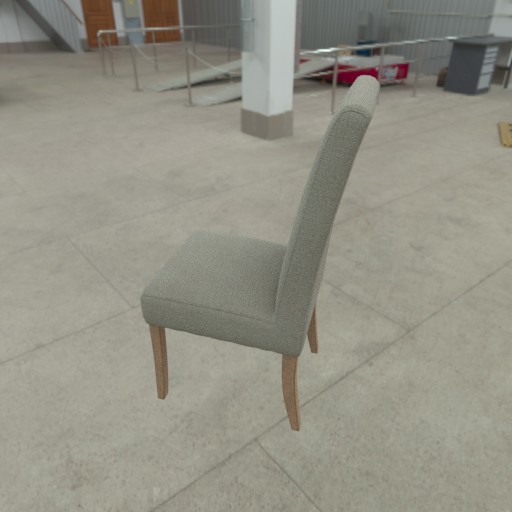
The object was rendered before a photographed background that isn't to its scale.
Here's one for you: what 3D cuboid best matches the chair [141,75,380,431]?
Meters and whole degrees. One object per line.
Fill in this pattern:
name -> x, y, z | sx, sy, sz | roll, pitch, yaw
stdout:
chair -> 0.000, 0.000, 1.397 | 0.611, 1.033, 0.450 | 8, 32, 14
